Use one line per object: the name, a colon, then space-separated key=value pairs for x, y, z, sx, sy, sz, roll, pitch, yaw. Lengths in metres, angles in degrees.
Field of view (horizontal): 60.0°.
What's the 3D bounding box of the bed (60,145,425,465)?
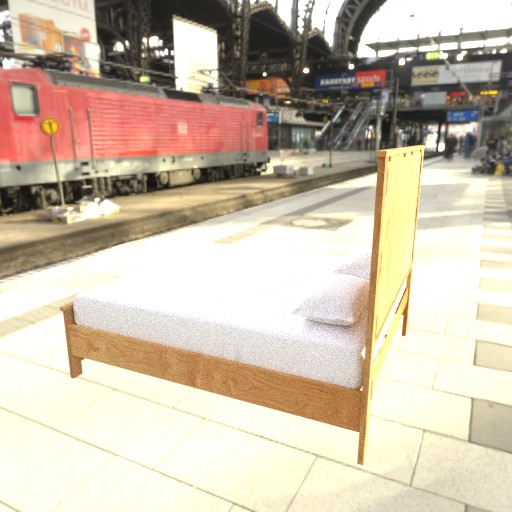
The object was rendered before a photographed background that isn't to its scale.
bed: x=0.000 y=0.000 z=3.503 sx=2.201 sy=1.686 sz=1.936 roll=7 pitch=16 yaw=24
